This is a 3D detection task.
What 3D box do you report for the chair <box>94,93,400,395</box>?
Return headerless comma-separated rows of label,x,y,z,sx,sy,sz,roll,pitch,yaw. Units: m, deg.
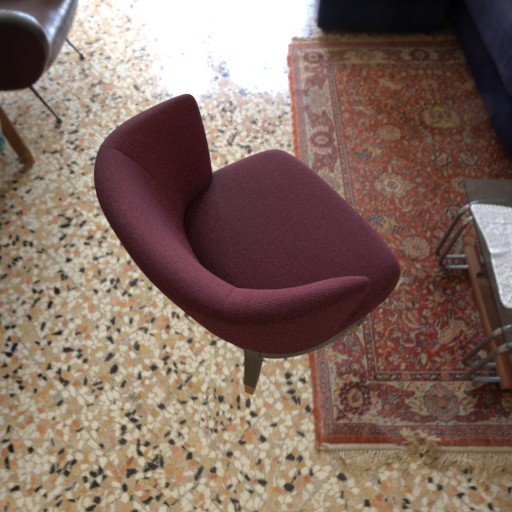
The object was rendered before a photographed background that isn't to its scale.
chair,0.000,0.000,1.283,0.660,0.760,0.700,-31,63,-18
